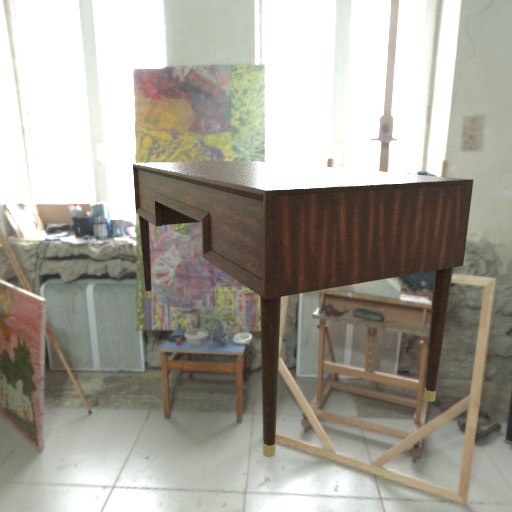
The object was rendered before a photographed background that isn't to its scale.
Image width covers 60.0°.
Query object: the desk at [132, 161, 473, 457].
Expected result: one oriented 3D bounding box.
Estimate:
[{"bbox_3d":[0.000,0.000,1.974,0.724,0.762,1.575,-7,16,-25],"label":"desk"}]
